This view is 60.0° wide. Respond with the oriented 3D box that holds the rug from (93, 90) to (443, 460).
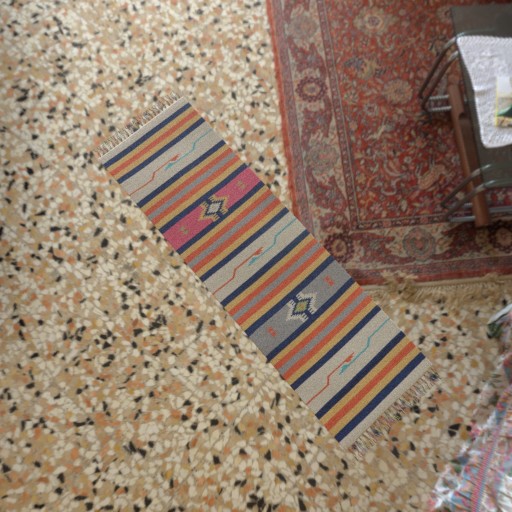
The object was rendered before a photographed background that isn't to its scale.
[{"bbox_3d":[0.000,0.000,2.680,0.695,0.017,2.455,-40,79,-9],"label":"rug"}]
